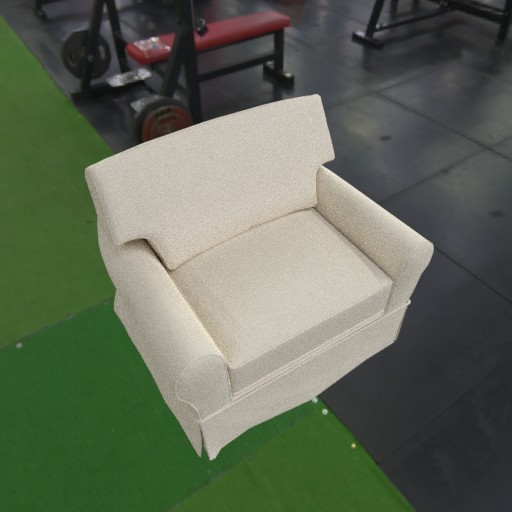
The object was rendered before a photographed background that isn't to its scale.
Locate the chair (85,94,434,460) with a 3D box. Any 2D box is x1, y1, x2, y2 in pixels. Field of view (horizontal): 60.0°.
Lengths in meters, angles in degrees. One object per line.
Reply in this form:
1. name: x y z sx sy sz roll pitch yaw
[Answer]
1. chair: 0.000 0.000 1.791 1.099 0.958 0.904 -24 50 -22
